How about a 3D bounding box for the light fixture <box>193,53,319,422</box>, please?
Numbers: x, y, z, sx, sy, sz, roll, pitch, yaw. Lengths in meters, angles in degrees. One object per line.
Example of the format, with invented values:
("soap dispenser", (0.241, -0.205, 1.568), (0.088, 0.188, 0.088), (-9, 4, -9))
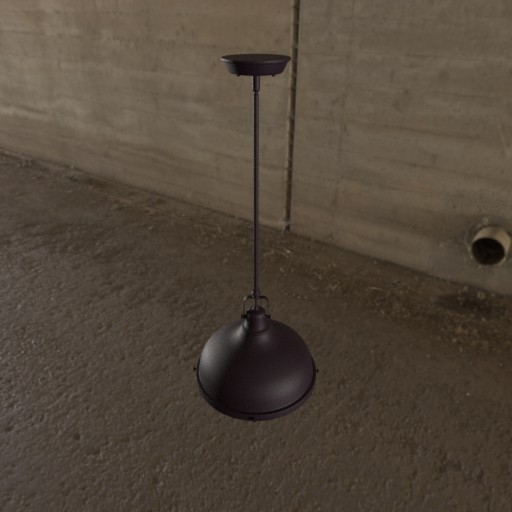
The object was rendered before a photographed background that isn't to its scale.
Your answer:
("light fixture", (0.000, 0.000, 1.032), (0.341, 0.849, 0.341), (1, 30, 1))
